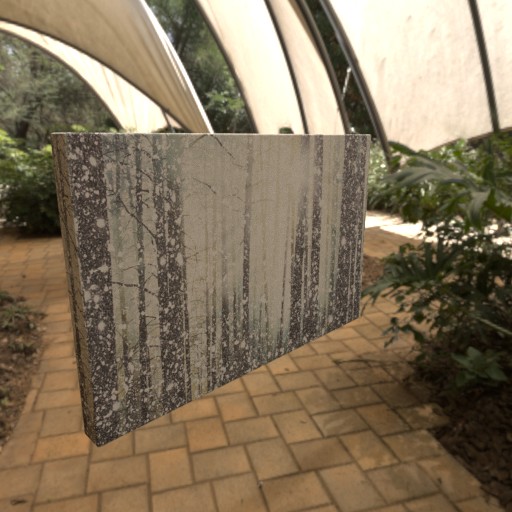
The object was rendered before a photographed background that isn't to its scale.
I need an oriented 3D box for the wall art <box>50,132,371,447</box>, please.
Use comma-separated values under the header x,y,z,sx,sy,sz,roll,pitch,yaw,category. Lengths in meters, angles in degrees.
x,y,z,sx,sy,sz,roll,pitch,yaw,category
0.000,0.000,0.750,0.618,0.398,0.042,-14,21,-42,wall art
